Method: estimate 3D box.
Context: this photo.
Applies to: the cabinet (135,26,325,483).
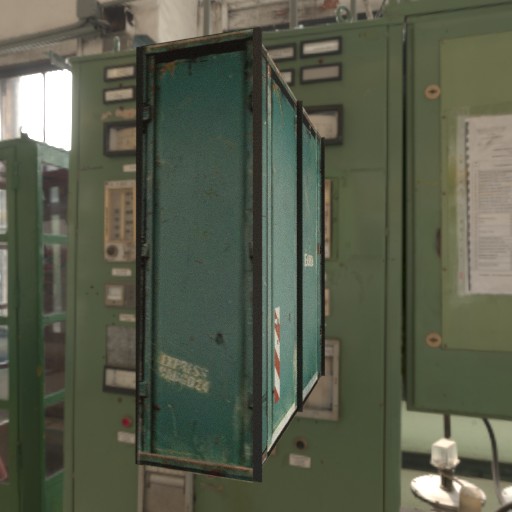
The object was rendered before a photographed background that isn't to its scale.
[{"bbox_3d":[0.000,0.000,3.147,0.680,2.160,2.000,0,0,17],"label":"cabinet"}]
